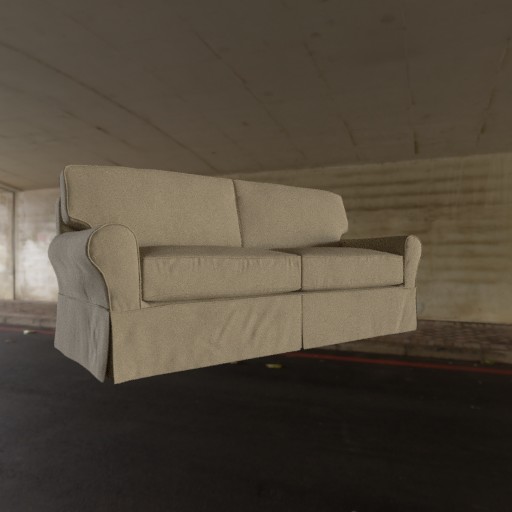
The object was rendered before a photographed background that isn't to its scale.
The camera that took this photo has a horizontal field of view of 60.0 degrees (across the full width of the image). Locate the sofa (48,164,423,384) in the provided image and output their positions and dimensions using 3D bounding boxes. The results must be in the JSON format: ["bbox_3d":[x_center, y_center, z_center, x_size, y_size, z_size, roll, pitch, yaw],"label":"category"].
[{"bbox_3d":[0.000,0.000,2.714,2.246,1.014,0.900,0,0,-37],"label":"sofa"}]
